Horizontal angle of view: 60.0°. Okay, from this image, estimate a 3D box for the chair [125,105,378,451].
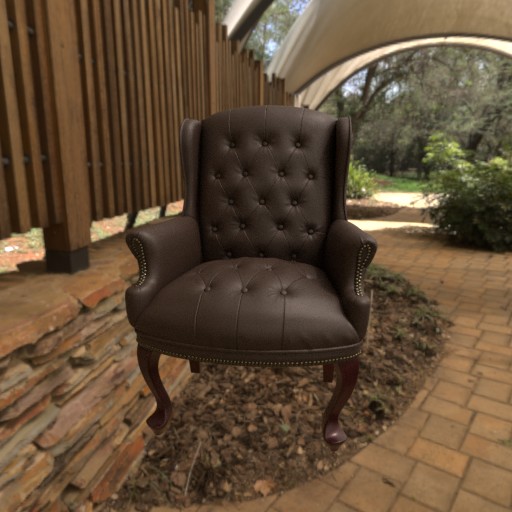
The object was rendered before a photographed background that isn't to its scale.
[{"bbox_3d":[0.000,0.000,1.662,0.829,1.132,0.819,2,14,8],"label":"chair"}]
